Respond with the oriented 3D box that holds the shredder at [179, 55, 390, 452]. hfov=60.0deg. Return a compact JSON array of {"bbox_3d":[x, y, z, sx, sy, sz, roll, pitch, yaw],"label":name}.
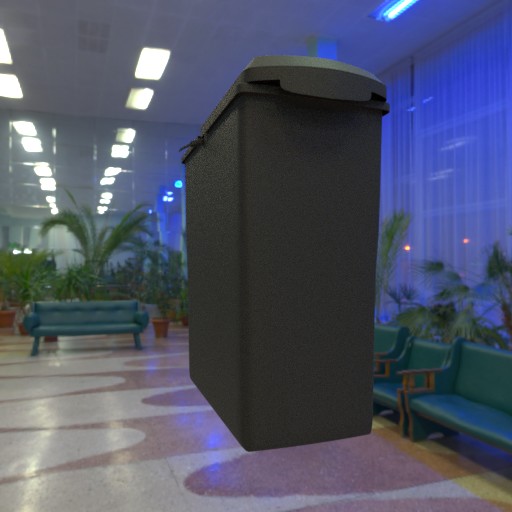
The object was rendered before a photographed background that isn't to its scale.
[{"bbox_3d":[0.000,0.000,0.505,0.170,0.335,0.320,0,-1,-19],"label":"shredder"}]
